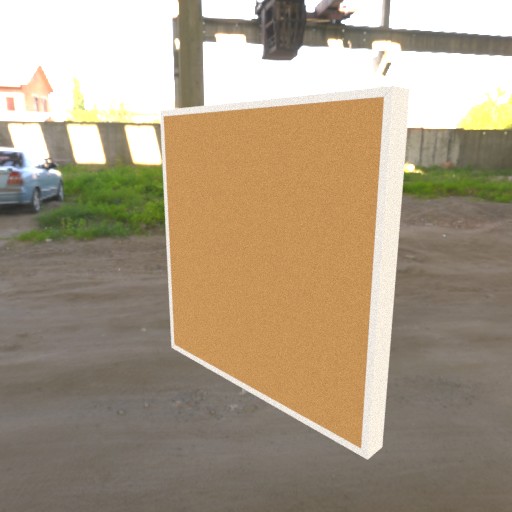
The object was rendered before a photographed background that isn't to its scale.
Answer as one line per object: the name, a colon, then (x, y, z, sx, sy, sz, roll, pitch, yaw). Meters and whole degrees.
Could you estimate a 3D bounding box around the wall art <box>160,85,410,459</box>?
wall art: (0.000, 0.000, 0.461, 0.024, 0.304, 0.304, -13, 19, -42)
